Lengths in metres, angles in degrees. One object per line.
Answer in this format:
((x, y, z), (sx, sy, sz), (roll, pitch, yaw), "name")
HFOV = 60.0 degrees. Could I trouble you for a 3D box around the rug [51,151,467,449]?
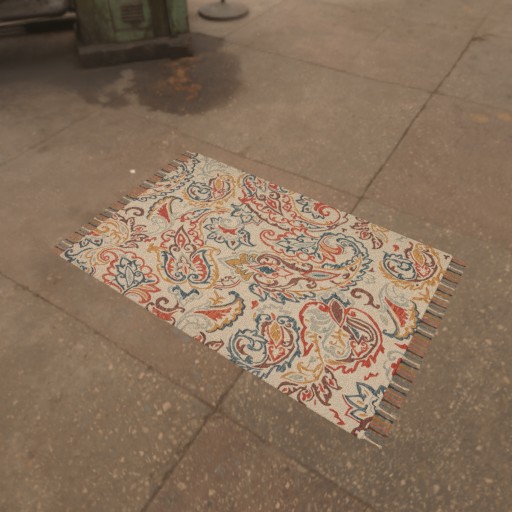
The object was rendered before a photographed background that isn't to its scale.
((0.000, 0.000, 2.470), (1.997, 0.010, 1.218), (26, 52, 22), "rug")
